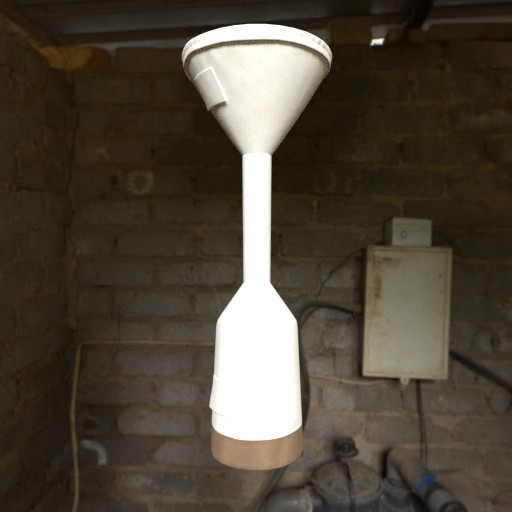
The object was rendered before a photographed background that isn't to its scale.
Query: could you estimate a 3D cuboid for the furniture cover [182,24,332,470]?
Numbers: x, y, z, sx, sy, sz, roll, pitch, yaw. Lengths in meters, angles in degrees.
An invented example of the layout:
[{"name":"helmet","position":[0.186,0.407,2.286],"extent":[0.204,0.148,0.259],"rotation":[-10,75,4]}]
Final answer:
[{"name":"furniture cover","position":[0.000,0.000,2.753],"extent":[0.914,2.413,0.914],"rotation":[-1,1,-35]}]
